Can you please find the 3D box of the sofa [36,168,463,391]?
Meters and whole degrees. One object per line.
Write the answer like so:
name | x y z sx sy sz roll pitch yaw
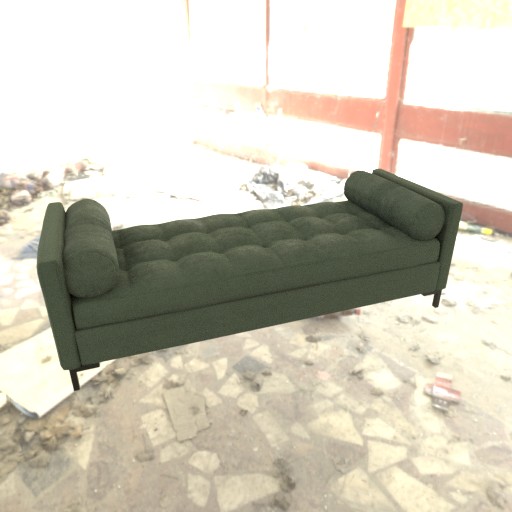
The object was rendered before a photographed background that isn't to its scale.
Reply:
sofa | 0.000 0.000 2.504 2.130 0.681 0.817 -9 27 -18
